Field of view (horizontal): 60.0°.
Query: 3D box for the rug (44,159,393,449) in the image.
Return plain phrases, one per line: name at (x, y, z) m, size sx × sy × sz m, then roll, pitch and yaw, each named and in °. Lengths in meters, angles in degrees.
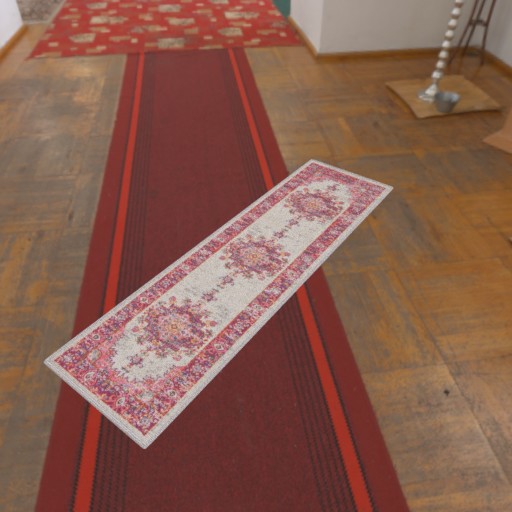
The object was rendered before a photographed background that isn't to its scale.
rug at (0.000, 0.000, 2.521) m, size 0.666 × 0.011 × 2.294 m, roll 26°, pitch 47°, yaw 27°
